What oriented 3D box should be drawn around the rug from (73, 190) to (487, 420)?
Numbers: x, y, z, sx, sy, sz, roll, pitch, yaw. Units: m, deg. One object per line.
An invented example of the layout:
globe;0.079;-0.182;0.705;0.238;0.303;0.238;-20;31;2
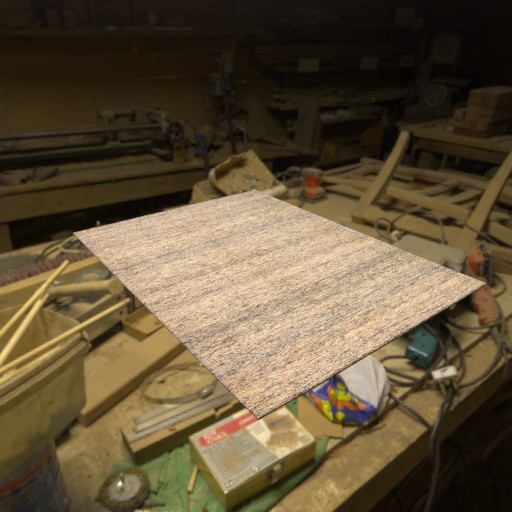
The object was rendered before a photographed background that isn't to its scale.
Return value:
rug;0.000;0.000;4.183;2.414;0.036;3.199;-19;32;-33
